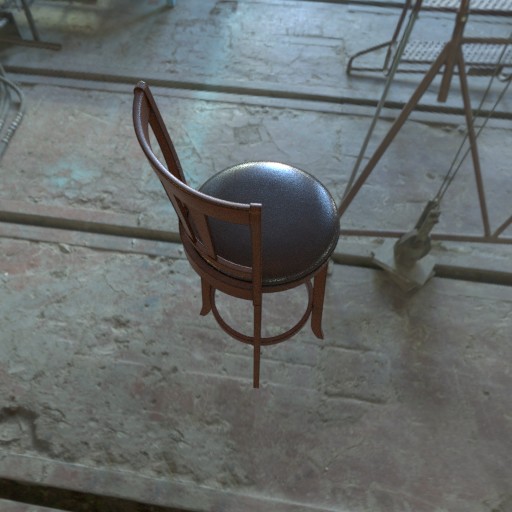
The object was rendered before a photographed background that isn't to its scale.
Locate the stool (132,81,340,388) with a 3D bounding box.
[{"bbox_3d":[0.000,0.000,1.435,0.503,1.177,0.464,-32,63,-19],"label":"stool"}]
